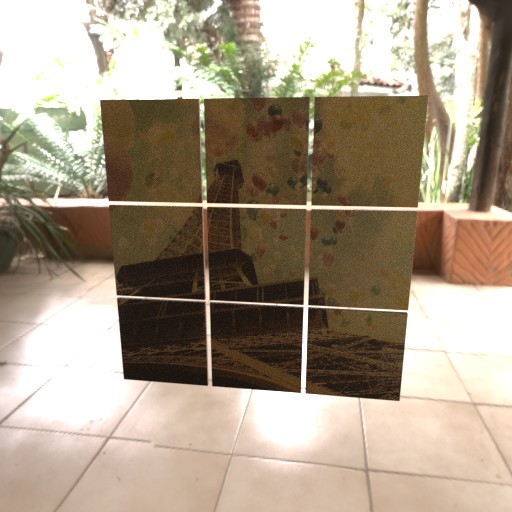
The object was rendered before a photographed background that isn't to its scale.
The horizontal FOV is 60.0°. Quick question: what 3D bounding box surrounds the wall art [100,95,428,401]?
[{"bbox_3d":[0.000,0.000,1.848,1.256,1.246,0.017,2,15,8],"label":"wall art"}]
